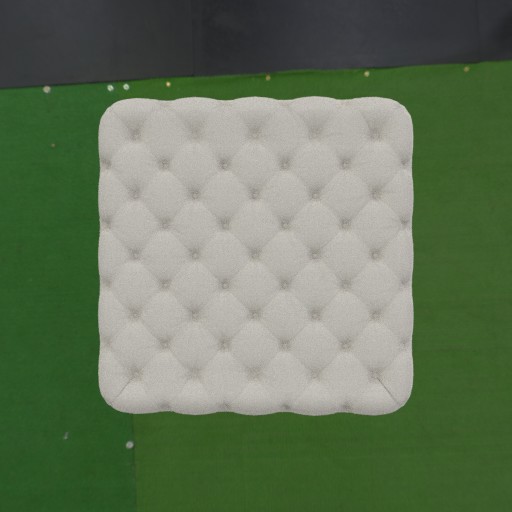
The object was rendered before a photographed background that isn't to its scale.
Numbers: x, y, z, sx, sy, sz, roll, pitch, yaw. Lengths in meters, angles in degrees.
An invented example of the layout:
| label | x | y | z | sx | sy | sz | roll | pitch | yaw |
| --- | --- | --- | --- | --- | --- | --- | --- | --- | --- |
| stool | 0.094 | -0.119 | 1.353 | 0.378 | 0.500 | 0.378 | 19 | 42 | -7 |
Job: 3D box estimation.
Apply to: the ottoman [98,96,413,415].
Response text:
| label | x | y | z | sx | sy | sz | roll | pitch | yaw |
| --- | --- | --- | --- | --- | --- | --- | --- | --- | --- |
| ottoman | 0.000 | 0.000 | 1.201 | 0.753 | 0.376 | 0.755 | 0 | 90 | 1 |
